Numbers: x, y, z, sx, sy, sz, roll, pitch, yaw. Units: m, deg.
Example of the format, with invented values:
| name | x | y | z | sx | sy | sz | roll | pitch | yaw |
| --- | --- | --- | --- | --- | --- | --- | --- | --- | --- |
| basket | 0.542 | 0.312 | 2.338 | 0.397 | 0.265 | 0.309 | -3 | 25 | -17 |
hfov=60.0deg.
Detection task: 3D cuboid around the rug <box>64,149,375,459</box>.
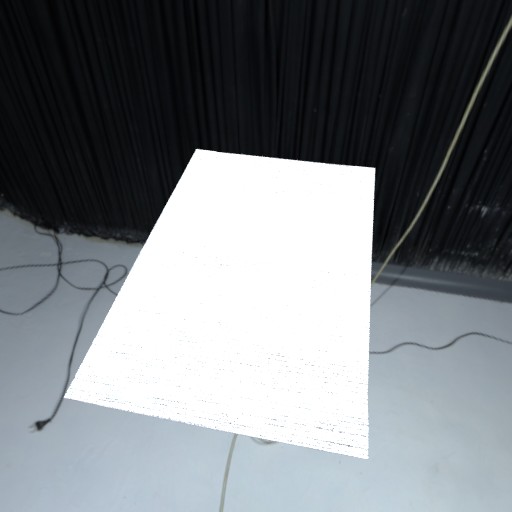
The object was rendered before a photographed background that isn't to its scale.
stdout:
| name | x | y | z | sx | sy | sz | roll | pitch | yaw |
| --- | --- | --- | --- | --- | --- | --- | --- | --- | --- |
| rug | 0.000 | 0.000 | 2.212 | 1.149 | 0.021 | 1.773 | 8 | 46 | 8 |
